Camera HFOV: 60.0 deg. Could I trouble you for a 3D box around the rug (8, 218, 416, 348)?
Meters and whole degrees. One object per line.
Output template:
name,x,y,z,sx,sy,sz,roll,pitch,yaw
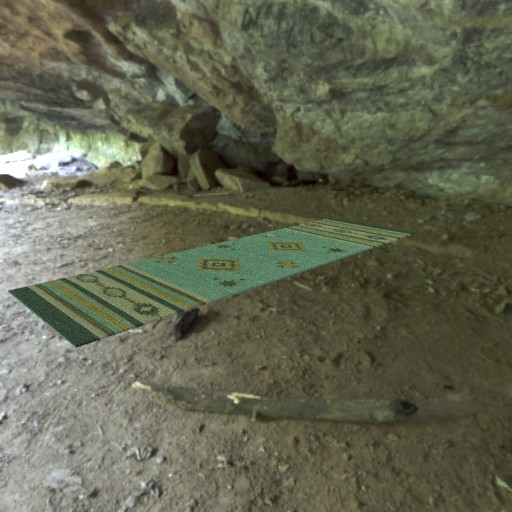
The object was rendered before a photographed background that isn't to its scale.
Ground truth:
rug,0.000,0.000,2.588,2.441,0.010,0.744,-15,22,-42
